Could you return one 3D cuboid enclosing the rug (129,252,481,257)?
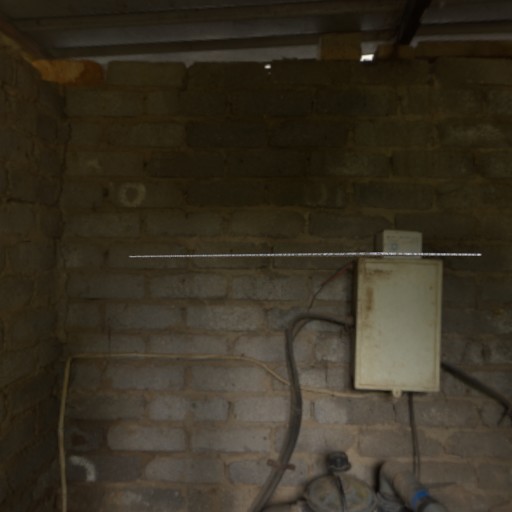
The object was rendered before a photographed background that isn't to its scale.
[{"bbox_3d":[0.000,0.000,2.567,0.686,0.008,2.286,0,0,-36],"label":"rug"}]
